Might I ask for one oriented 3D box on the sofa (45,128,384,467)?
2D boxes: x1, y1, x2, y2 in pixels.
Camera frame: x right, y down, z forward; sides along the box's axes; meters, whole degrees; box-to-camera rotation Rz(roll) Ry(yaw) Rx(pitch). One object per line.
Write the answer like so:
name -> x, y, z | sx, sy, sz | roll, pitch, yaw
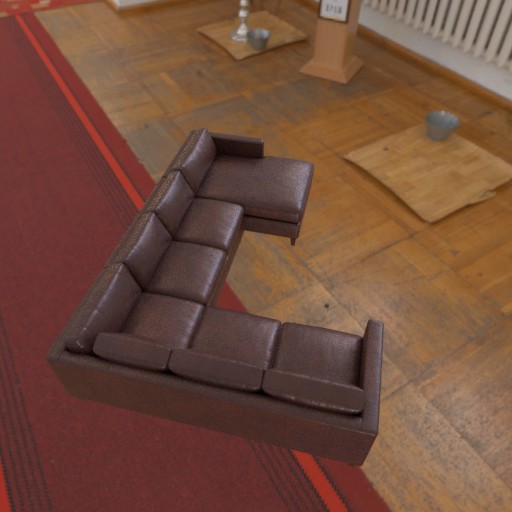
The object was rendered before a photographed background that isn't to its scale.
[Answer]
sofa -> 0.000, 0.000, 4.420 | 2.452, 0.891, 3.324 | 10, 47, 9
